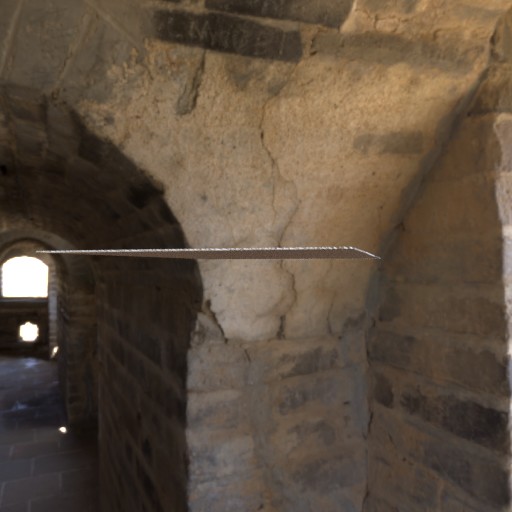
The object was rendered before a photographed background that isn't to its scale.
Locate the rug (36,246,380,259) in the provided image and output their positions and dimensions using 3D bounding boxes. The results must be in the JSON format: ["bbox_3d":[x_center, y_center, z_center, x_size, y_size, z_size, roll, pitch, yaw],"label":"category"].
[{"bbox_3d":[0.000,0.000,2.389,1.220,0.005,1.828,0,-1,18],"label":"rug"}]
